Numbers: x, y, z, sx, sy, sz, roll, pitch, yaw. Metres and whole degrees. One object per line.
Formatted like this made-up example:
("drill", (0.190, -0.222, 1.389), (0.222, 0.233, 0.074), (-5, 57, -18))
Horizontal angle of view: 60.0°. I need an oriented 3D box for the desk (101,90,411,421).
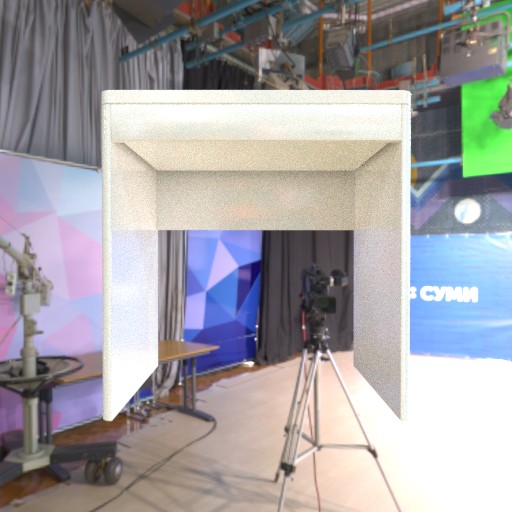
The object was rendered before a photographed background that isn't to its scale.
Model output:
("desk", (0.000, 0.000, 1.337), (0.762, 0.800, 0.549), (0, 1, 0))
